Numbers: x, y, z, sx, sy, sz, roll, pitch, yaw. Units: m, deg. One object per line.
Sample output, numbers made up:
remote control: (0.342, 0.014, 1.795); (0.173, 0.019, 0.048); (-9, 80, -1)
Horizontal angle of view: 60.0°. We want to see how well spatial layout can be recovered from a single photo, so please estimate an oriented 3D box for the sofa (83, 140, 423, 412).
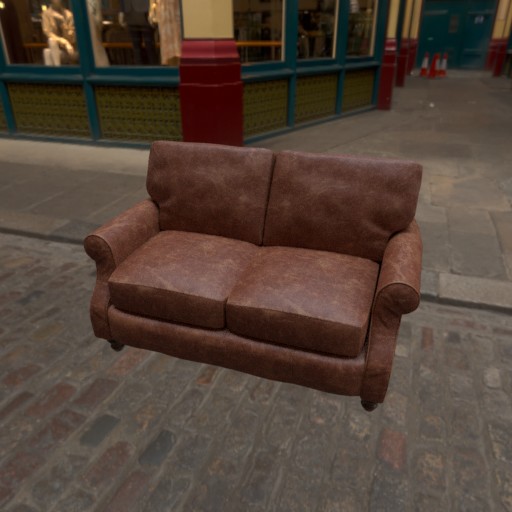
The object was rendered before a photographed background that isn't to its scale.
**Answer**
sofa: (0.000, 0.000, 2.308); (1.616, 0.967, 0.990); (9, 28, 17)
